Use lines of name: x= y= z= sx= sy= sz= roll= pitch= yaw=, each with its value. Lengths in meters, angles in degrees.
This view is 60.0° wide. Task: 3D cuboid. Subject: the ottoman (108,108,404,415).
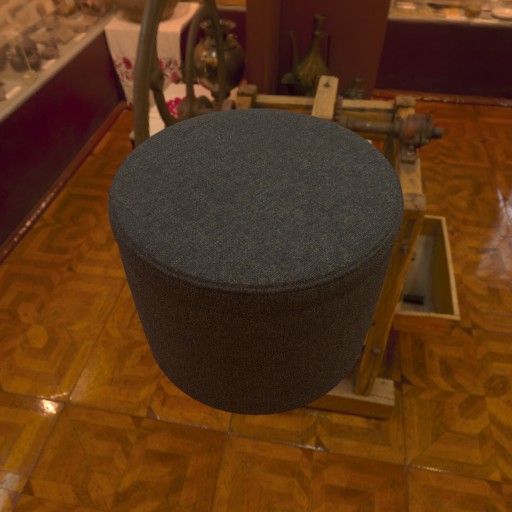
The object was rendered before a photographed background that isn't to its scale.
ottoman: x=0.000 y=0.000 z=0.924 sx=0.520 sy=0.430 sz=0.520 roll=0 pitch=46 yaw=0
